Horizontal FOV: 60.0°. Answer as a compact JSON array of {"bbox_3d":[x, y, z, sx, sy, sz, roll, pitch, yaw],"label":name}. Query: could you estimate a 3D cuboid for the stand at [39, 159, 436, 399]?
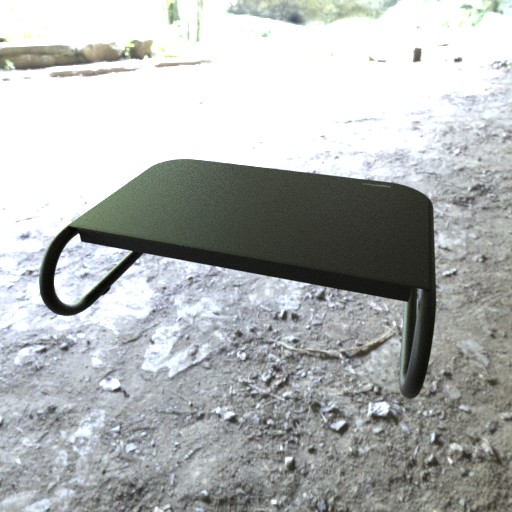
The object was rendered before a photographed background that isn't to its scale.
[{"bbox_3d":[0.000,0.000,0.509,0.370,0.108,0.280,10,34,15],"label":"stand"}]
